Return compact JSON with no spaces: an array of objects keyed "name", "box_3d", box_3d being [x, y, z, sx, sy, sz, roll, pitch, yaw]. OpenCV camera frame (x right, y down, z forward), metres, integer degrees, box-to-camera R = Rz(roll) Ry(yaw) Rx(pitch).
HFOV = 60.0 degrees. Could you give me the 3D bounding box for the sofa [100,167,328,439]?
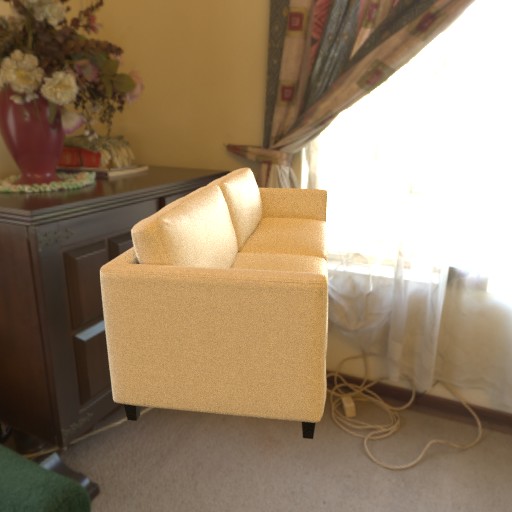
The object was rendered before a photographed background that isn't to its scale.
[{"name":"sofa","box_3d":[0.000,0.000,2.929,0.948,0.965,2.434,3,17,8]}]
